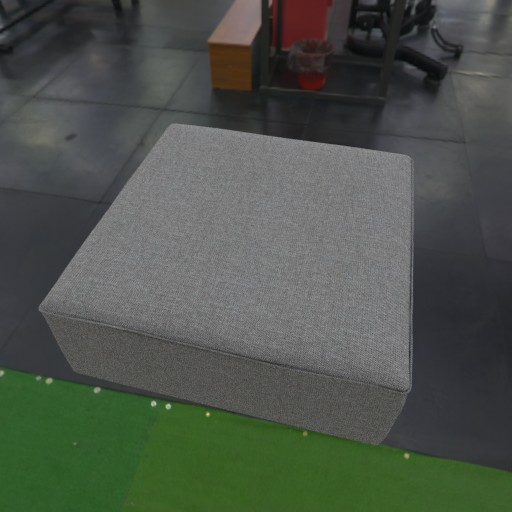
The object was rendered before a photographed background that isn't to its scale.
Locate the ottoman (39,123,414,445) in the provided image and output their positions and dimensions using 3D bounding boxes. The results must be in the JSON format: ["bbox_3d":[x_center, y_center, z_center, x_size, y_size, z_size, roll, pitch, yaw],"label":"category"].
[{"bbox_3d":[0.000,0.000,1.580,1.023,0.423,1.017,11,48,10],"label":"ottoman"}]
